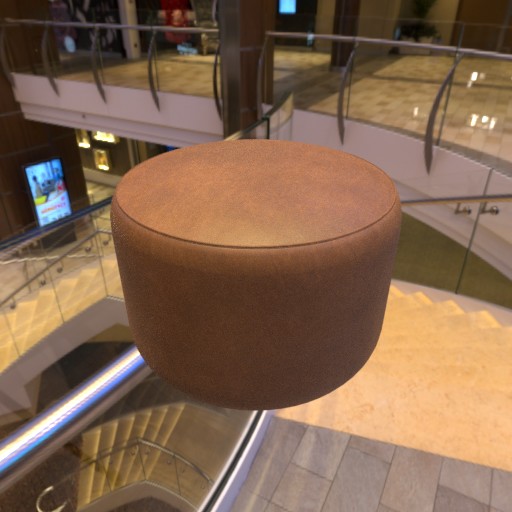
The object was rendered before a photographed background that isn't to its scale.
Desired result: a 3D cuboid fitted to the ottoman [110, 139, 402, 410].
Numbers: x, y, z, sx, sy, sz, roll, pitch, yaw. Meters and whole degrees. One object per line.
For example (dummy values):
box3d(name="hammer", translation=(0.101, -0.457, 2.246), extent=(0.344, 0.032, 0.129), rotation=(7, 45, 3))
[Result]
box3d(name="ottoman", translation=(0.000, 0.000, 1.026), extent=(0.607, 0.438, 0.607), rotation=(0, 31, 0))
